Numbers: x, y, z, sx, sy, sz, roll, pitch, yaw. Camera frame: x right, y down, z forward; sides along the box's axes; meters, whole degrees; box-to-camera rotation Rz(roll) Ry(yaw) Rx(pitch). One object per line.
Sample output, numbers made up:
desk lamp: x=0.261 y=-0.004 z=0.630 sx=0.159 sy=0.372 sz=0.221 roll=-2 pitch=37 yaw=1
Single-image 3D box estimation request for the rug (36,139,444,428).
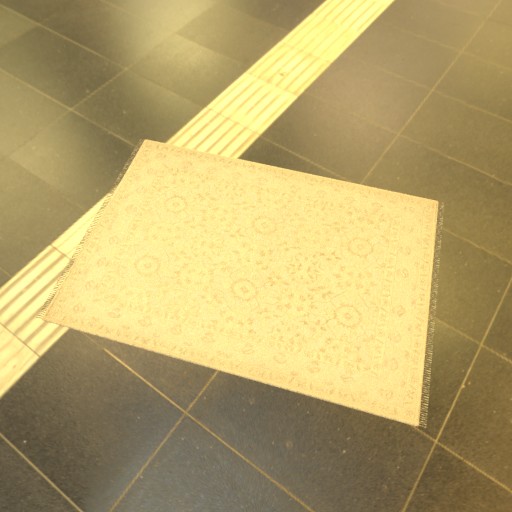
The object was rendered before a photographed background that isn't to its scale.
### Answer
rug: x=0.000 y=0.000 z=2.795 sx=2.233 sy=0.011 sz=1.514 roll=14 pitch=60 yaw=8
